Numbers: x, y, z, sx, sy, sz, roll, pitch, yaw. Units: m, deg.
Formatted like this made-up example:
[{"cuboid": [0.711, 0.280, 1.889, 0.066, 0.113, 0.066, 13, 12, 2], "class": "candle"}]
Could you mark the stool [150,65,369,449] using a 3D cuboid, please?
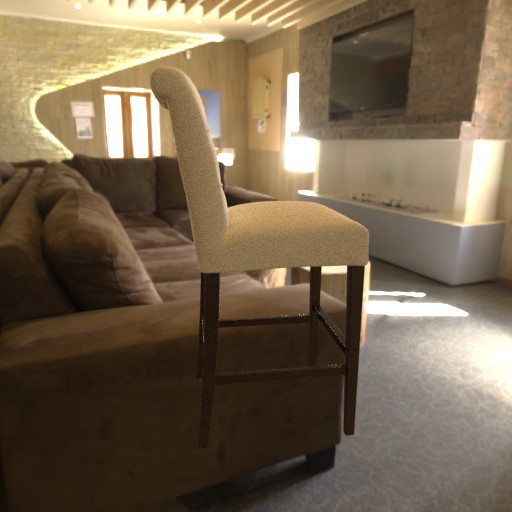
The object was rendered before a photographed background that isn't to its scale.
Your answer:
[{"cuboid": [0.000, 0.000, 1.486, 0.610, 1.118, 0.482, -2, 15, -8], "class": "stool"}]
